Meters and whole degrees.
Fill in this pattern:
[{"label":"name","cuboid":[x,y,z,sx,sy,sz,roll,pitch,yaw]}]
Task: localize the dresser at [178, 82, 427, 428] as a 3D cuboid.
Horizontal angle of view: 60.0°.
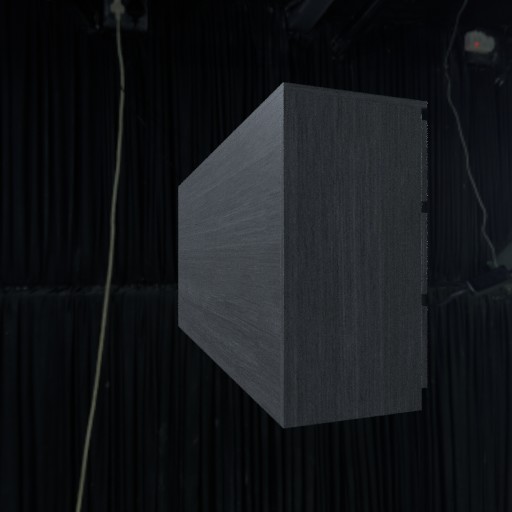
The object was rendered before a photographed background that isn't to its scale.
[{"label":"dresser","cuboid":[0.000,0.000,1.835,0.400,0.795,1.590,0,0,-19]}]
